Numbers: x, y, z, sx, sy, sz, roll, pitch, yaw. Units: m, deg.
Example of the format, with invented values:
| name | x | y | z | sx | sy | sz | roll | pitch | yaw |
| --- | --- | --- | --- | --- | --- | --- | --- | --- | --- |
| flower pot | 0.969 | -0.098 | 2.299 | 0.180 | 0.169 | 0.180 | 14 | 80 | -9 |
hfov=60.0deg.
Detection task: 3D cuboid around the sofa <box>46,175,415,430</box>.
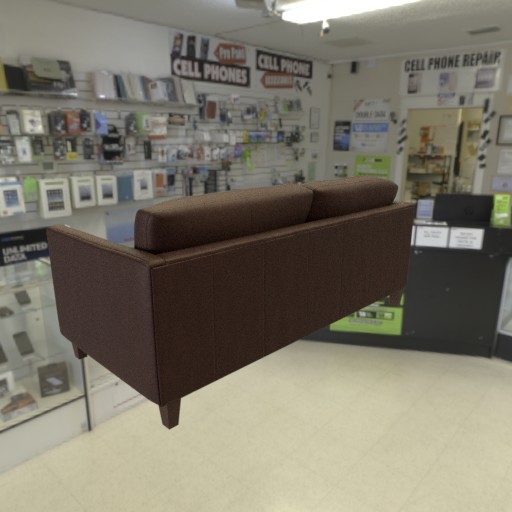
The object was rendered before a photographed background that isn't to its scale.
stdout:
| name | x | y | z | sx | sy | sz | roll | pitch | yaw |
| --- | --- | --- | --- | --- | --- | --- | --- | --- | --- |
| sofa | 0.000 | 0.000 | 2.510 | 0.923 | 0.863 | 1.971 | 14 | 21 | 43 |
